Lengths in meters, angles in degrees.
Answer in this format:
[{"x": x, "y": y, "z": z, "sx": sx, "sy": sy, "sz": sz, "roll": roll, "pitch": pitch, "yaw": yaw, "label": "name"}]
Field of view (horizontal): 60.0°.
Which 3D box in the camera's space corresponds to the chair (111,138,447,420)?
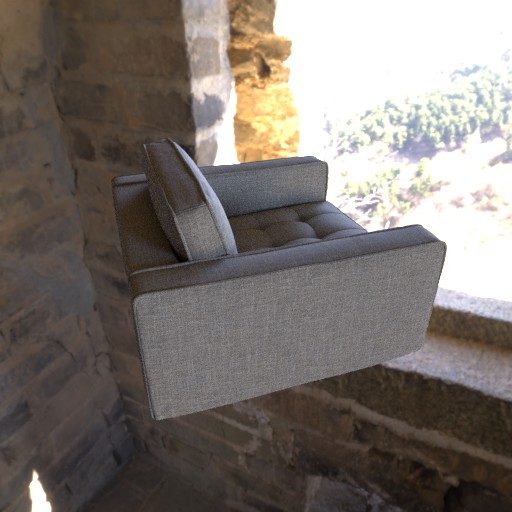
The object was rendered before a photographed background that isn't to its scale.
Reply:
[{"x": 0.000, "y": 0.000, "z": 1.603, "sx": 0.914, "sy": 0.765, "sz": 0.889, "roll": -10, "pitch": 31, "yaw": -16, "label": "chair"}]
